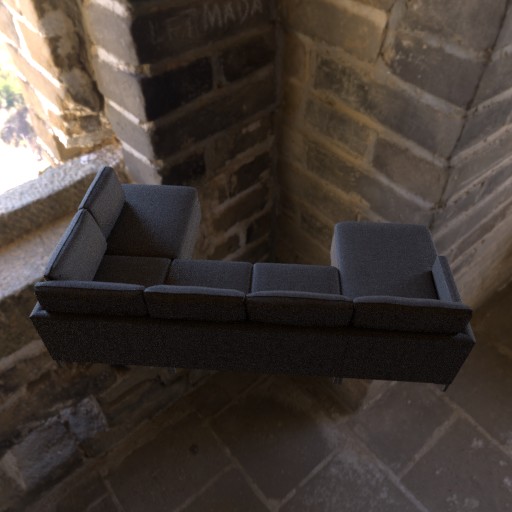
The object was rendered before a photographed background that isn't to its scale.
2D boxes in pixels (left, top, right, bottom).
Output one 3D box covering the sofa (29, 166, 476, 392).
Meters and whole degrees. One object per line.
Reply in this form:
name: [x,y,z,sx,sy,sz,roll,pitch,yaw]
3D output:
sofa: [0.000,0.000,4.187,3.423,0.999,2.048,3,44,3]
